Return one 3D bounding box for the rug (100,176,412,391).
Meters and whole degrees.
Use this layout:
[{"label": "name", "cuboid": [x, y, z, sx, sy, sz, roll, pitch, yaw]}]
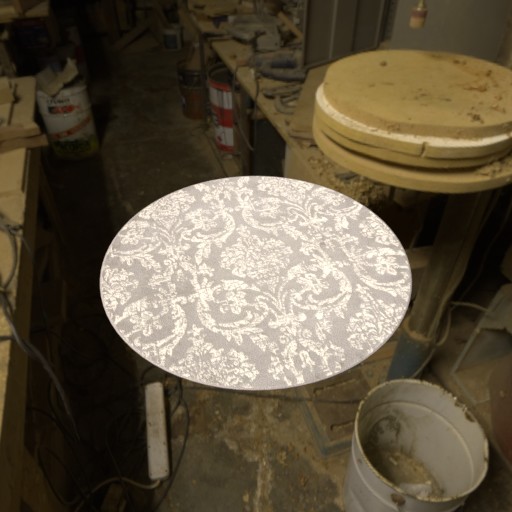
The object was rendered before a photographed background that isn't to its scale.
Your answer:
[{"label": "rug", "cuboid": [0.000, 0.000, 2.338, 1.593, 0.012, 1.593, 0, 42, 0]}]
